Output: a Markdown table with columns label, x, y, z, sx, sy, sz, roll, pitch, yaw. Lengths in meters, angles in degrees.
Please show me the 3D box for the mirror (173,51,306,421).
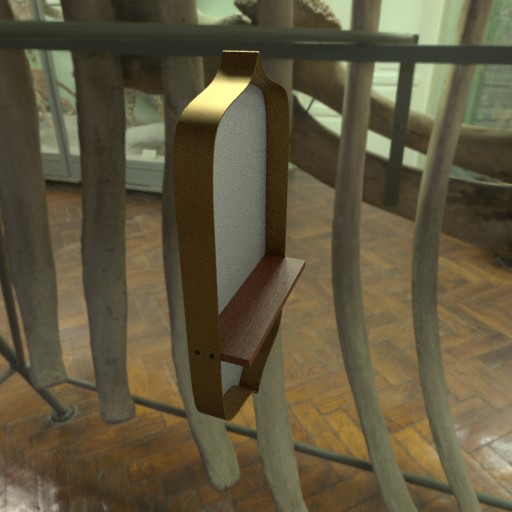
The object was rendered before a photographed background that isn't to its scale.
| label | x | y | z | sx | sy | sz | roll | pitch | yaw |
| --- | --- | --- | --- | --- | --- | --- | --- | --- | --- |
| mirror | 0.000 | 0.000 | 0.731 | 0.096 | 0.613 | 0.323 | 10 | 29 | 18 |
